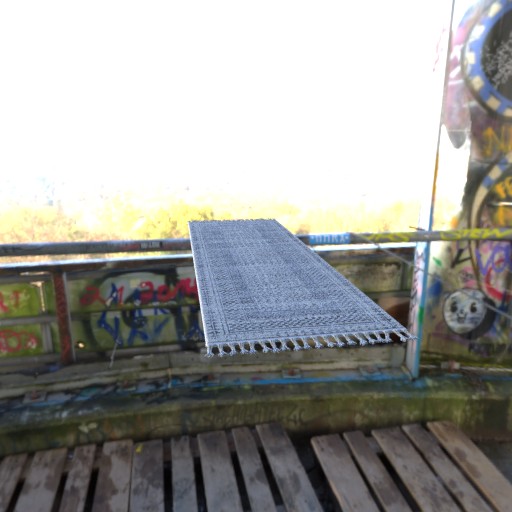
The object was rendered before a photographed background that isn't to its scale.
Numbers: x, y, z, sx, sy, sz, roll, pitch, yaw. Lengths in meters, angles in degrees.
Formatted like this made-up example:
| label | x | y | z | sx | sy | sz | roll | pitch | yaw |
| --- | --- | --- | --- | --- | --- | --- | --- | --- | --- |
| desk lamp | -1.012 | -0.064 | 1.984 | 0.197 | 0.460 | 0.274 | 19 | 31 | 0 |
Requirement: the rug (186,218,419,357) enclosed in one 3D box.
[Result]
| label | x | y | z | sx | sy | sz | roll | pitch | yaw |
| --- | --- | --- | --- | --- | --- | --- | --- | --- | --- |
| rug | 0.000 | 0.000 | 2.718 | 0.786 | 0.013 | 2.480 | -3 | 16 | -10 |
